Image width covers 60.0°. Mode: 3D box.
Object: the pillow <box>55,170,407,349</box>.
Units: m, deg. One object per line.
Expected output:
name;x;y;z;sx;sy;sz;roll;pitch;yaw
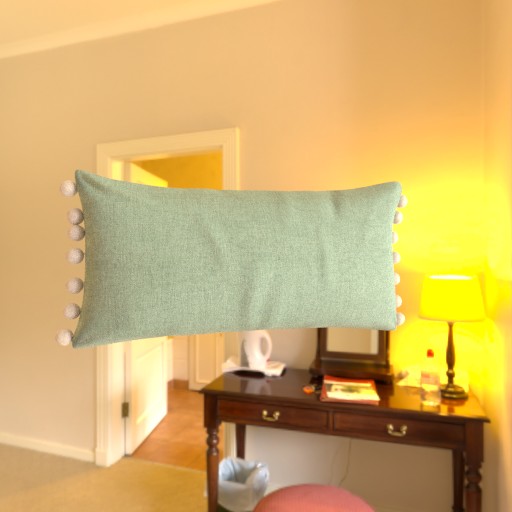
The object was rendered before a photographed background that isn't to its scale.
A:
pillow;0.000;0.000;0.852;0.709;0.322;0.201;0;0;-19
